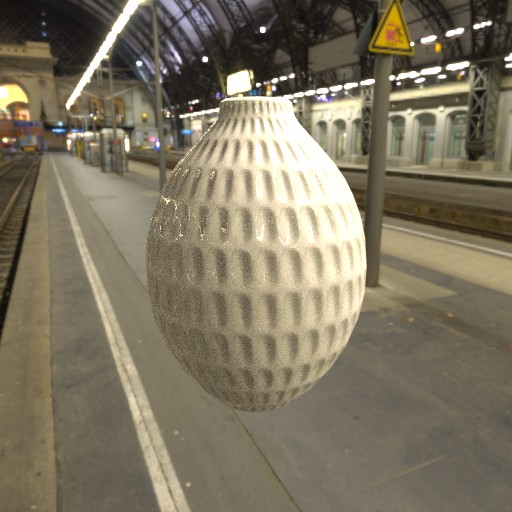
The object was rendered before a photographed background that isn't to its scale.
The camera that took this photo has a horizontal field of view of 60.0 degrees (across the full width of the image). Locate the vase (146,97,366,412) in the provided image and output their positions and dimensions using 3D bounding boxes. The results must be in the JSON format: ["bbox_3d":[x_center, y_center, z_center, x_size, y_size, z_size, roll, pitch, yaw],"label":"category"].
[{"bbox_3d":[0.000,0.000,0.334,0.162,0.223,0.162,0,14,0],"label":"vase"}]
